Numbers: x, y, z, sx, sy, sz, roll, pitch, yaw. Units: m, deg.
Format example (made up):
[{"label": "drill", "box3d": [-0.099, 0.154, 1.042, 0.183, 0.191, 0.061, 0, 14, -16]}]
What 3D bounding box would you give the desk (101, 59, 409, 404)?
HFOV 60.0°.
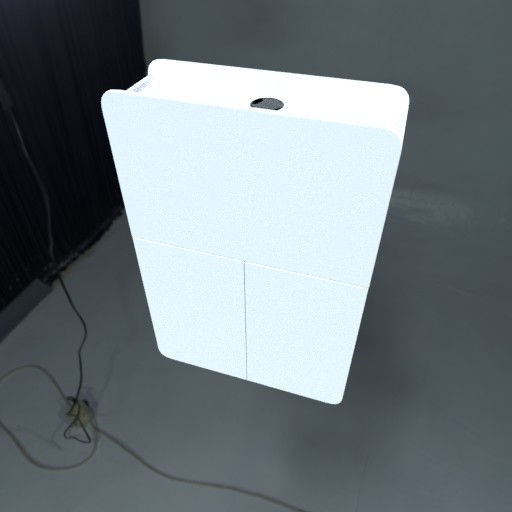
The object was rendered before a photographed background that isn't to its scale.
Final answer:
[{"label": "desk", "box3d": [0.000, 0.000, 1.571, 0.795, 1.190, 0.278, 12, 43, 13]}]
